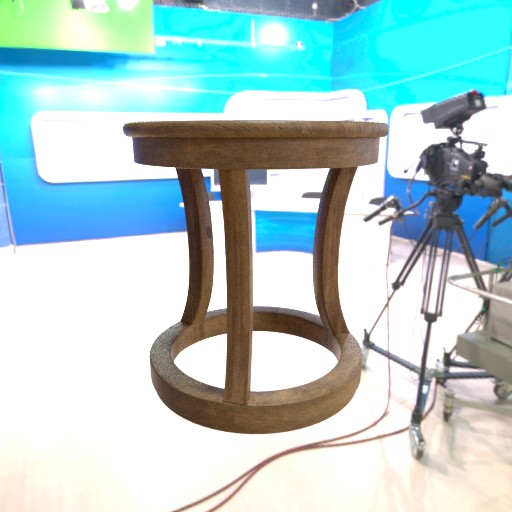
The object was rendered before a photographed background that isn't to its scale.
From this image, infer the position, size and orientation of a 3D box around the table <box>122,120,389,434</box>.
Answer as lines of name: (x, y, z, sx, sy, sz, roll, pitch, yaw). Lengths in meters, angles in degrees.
table: (0.000, 0.000, 0.805, 0.432, 0.460, 0.432, 0, 15, 0)
